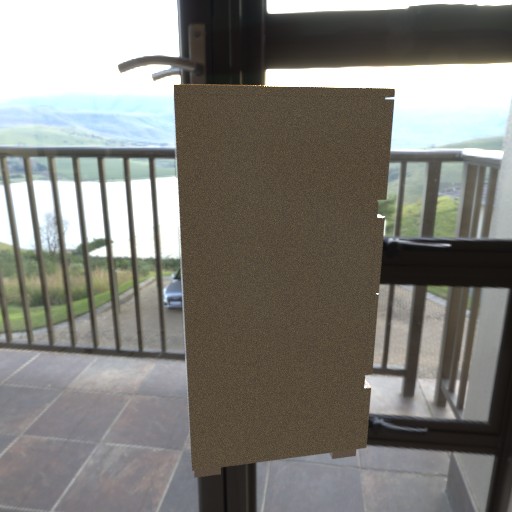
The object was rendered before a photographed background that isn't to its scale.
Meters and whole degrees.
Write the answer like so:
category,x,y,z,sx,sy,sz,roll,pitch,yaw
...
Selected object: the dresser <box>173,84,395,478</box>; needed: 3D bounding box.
category,x,y,z,sx,sy,sz,roll,pitch,yaw
dresser,0.000,0.000,1.191,0.400,0.800,0.650,-3,16,-10
